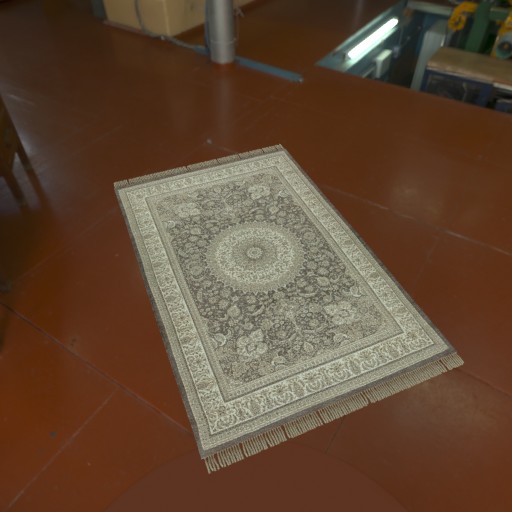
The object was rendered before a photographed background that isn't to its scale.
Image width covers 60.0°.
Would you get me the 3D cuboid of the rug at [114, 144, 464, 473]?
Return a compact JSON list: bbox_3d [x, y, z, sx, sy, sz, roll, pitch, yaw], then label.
[{"bbox_3d":[0.000,0.000,4.276,2.143,0.015,3.422,-17,48,-16],"label":"rug"}]
